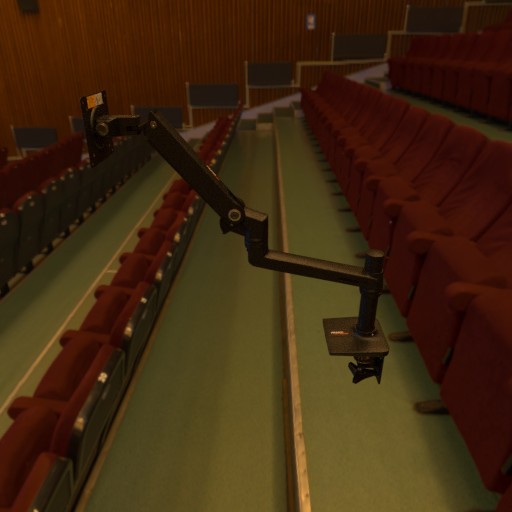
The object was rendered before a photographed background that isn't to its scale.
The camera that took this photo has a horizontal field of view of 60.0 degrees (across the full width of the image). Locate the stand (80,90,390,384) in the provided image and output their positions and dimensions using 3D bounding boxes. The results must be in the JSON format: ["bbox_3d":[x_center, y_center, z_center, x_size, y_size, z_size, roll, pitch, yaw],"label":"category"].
[{"bbox_3d":[0.000,0.000,1.032,0.650,0.713,0.152,0,26,1],"label":"stand"}]
